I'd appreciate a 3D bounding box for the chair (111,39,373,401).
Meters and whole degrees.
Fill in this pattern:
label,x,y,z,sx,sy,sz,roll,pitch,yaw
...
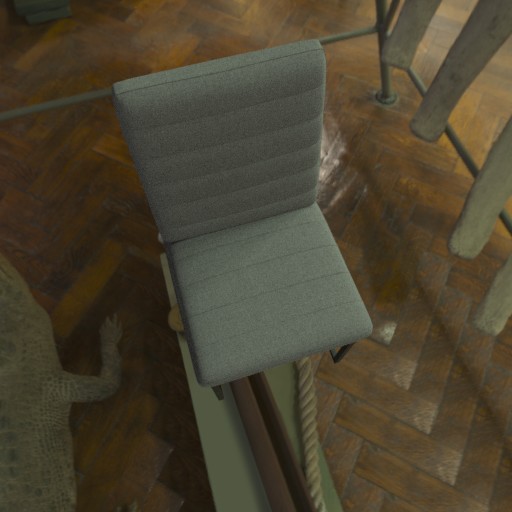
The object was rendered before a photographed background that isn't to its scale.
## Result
label,x,y,z,sx,sy,sz,roll,pitch,yaw
chair,0.000,0.000,1.316,0.520,0.930,0.634,-16,66,-7
